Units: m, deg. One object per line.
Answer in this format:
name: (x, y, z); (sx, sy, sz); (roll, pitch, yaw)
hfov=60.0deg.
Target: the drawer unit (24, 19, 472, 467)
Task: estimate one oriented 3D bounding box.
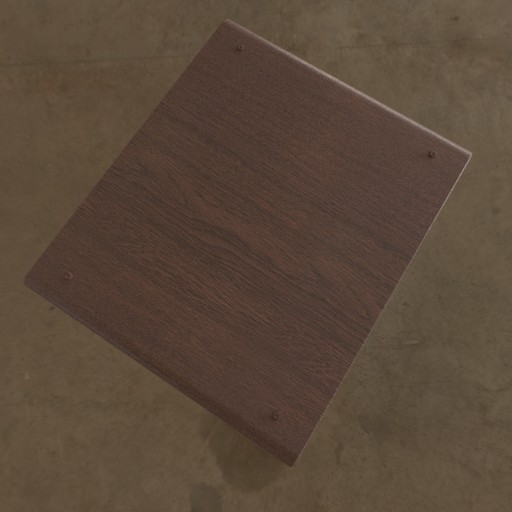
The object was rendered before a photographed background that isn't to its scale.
drawer unit: (0.000, 0.000, 0.583); (0.290, 0.344, 0.344); (32, 78, 7)
